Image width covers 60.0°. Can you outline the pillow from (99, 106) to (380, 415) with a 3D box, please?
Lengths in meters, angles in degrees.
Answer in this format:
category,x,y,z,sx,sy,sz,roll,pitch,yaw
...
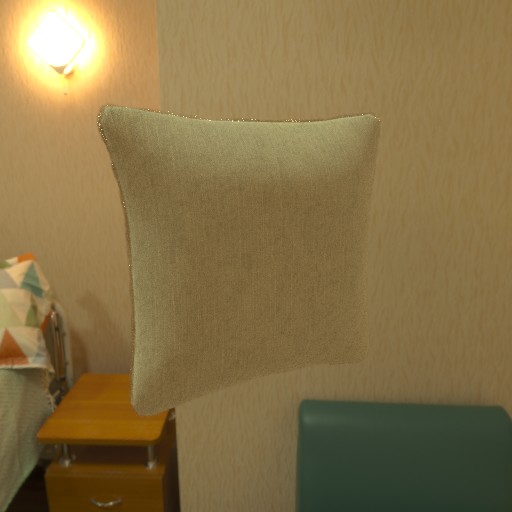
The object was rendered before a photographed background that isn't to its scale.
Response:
category,x,y,z,sx,sy,sz,roll,pitch,yaw
pillow,0.000,0.000,0.829,0.538,0.525,0.216,-7,16,-27
